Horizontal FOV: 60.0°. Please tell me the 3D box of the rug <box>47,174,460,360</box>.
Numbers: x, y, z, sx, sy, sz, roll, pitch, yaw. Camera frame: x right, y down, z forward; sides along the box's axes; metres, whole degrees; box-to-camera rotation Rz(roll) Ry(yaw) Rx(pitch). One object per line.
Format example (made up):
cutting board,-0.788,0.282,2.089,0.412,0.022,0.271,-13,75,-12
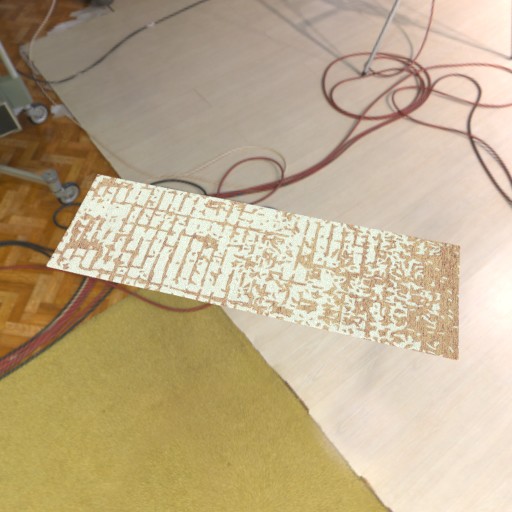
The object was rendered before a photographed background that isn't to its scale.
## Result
rug,0.000,0.000,2.724,2.435,0.011,0.750,12,60,7
